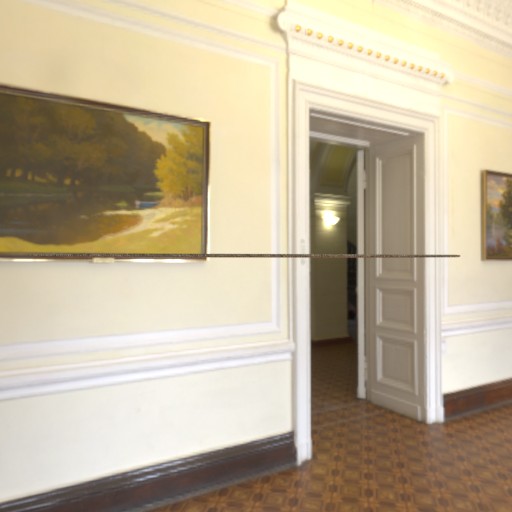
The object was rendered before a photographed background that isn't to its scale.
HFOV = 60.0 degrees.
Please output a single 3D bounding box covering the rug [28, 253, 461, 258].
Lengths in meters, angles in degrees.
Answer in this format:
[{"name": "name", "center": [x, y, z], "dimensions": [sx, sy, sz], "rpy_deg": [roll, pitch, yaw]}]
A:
[{"name": "rug", "center": [0.000, 0.000, 2.727], "dimensions": [2.413, 0.016, 0.810], "rpy_deg": [0, 0, -18]}]
